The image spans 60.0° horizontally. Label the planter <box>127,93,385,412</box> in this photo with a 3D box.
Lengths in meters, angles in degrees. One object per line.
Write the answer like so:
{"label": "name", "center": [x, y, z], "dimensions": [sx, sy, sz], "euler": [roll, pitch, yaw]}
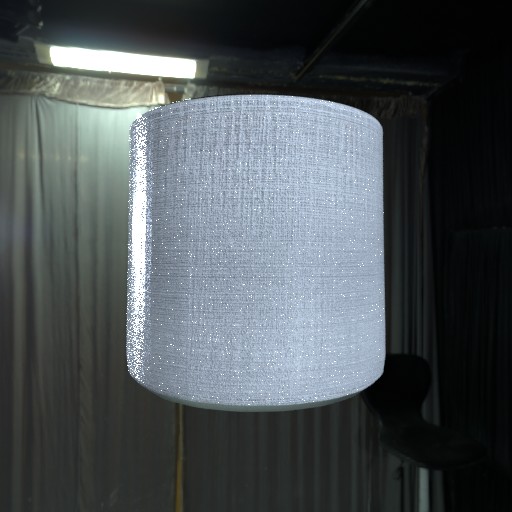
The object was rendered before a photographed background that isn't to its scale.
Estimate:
{"label": "planter", "center": [0.000, 0.000, 0.286], "dimensions": [0.160, 0.156, 0.160], "euler": [0, 0, 0]}
